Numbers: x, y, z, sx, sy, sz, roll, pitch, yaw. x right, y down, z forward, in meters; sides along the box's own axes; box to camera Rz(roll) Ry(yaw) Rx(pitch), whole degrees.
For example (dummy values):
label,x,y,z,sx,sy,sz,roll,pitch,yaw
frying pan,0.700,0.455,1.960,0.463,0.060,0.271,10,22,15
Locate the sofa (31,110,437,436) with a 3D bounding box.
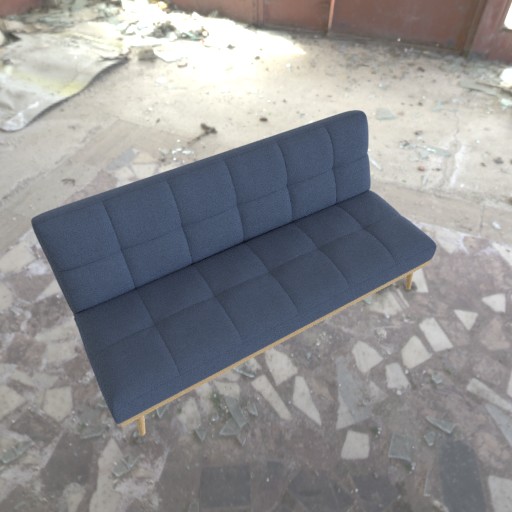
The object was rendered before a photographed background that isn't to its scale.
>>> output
label,x,y,z,sx,sy,sz,roll,pitch,yaw
sofa,0.000,0.000,2.226,1.800,0.800,0.796,-24,51,-21
